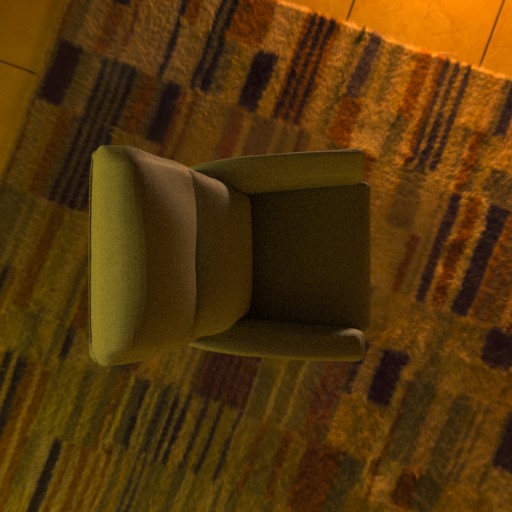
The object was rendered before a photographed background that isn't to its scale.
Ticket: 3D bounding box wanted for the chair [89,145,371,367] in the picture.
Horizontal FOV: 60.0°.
[{"bbox_3d":[0.000,0.000,1.654,0.940,1.016,0.794,0,90,2],"label":"chair"}]
